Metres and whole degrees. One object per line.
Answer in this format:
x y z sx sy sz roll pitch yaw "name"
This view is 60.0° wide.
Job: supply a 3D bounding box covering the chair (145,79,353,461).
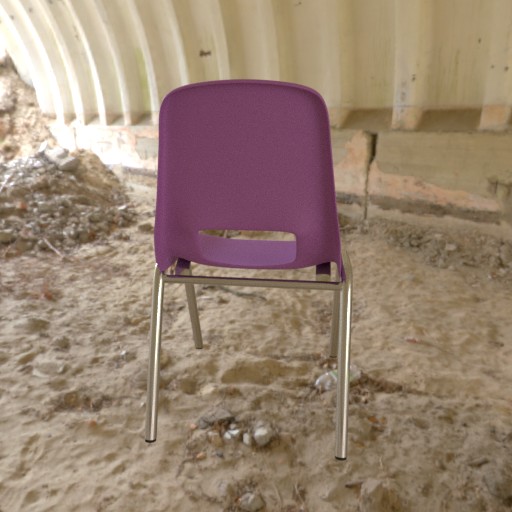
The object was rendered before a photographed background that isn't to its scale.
0.000 0.000 0.697 0.291 0.493 0.301 2 17 7 "chair"
